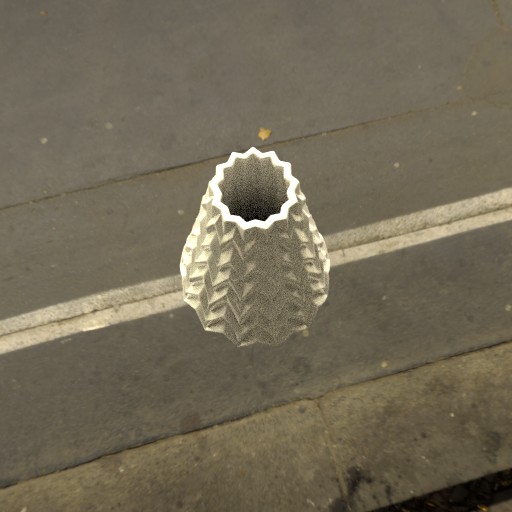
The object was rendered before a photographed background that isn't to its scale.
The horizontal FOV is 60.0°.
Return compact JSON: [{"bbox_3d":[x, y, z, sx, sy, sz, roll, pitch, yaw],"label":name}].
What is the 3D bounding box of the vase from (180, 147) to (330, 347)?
[{"bbox_3d":[0.000,0.000,0.428,0.167,0.328,0.167,0,75,0],"label":"vase"}]
